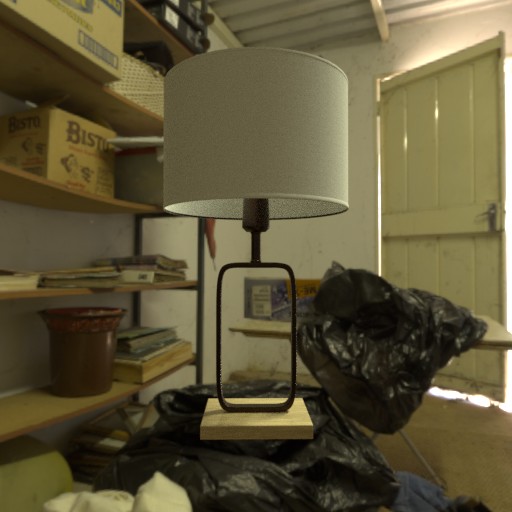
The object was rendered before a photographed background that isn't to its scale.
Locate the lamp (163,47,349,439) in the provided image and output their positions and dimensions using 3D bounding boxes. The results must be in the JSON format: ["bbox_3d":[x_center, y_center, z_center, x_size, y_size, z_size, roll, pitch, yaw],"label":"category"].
[{"bbox_3d":[0.000,0.000,0.678,0.279,0.508,0.279,0,-1,-1],"label":"lamp"}]
